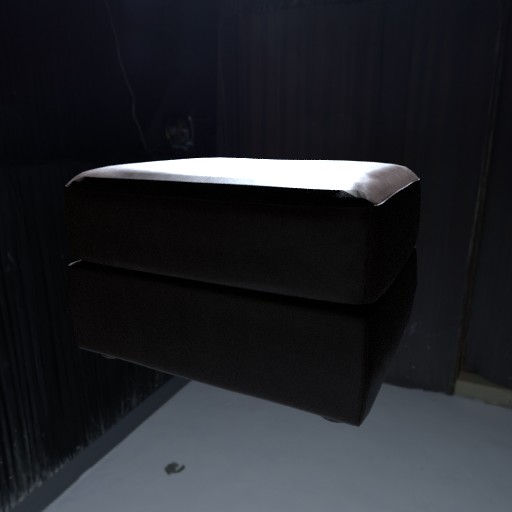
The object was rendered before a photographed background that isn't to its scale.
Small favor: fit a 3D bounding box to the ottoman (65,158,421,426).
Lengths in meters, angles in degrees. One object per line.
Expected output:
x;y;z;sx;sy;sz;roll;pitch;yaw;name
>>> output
0.000;0.000;1.140;0.751;0.476;0.603;7;17;26;ottoman
